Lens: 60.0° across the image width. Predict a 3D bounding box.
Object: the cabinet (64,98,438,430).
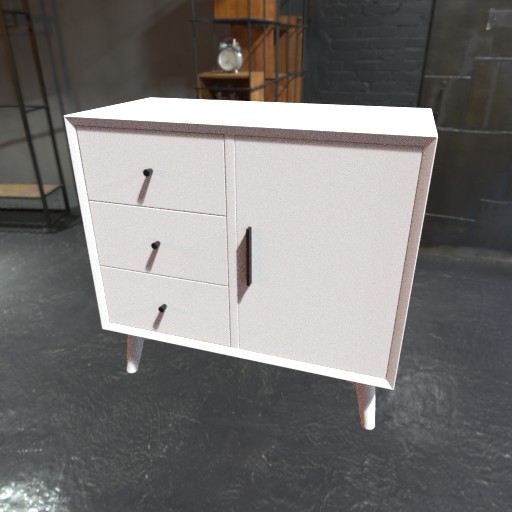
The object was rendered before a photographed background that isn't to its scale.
[{"bbox_3d":[0.000,0.000,1.223,0.800,0.761,0.398,8,27,16],"label":"cabinet"}]
